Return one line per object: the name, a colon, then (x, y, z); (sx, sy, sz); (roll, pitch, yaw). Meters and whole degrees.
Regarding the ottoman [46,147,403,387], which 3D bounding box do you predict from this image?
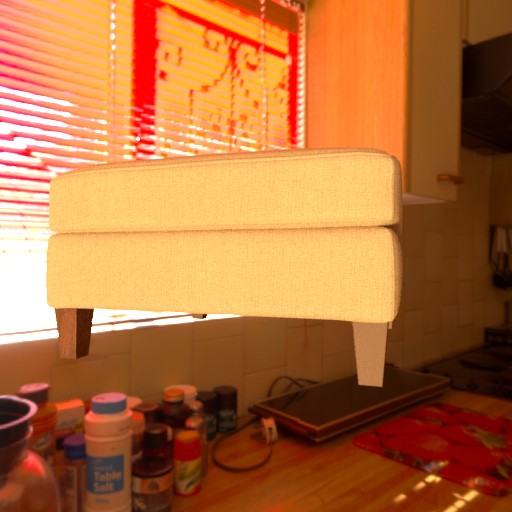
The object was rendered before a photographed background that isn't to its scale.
ottoman: (0.000, 0.000, 1.335); (0.838, 0.503, 0.838); (0, 0, 18)
